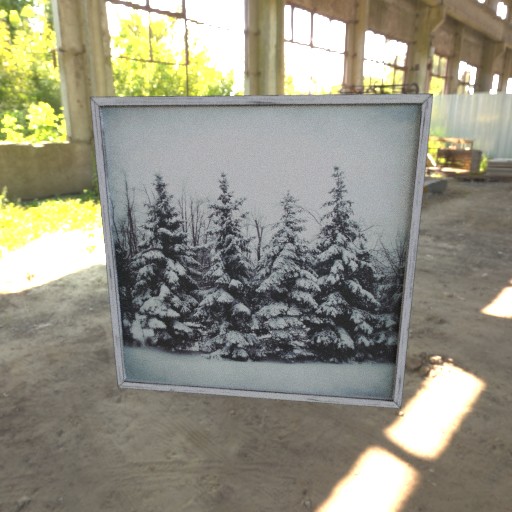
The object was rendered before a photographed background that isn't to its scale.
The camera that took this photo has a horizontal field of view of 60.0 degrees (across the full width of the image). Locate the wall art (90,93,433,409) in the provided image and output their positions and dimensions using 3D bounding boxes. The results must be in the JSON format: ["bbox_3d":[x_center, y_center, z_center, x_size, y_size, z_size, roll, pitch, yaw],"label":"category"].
[{"bbox_3d":[0.000,0.000,0.447,0.303,0.303,0.036,2,16,7],"label":"wall art"}]
